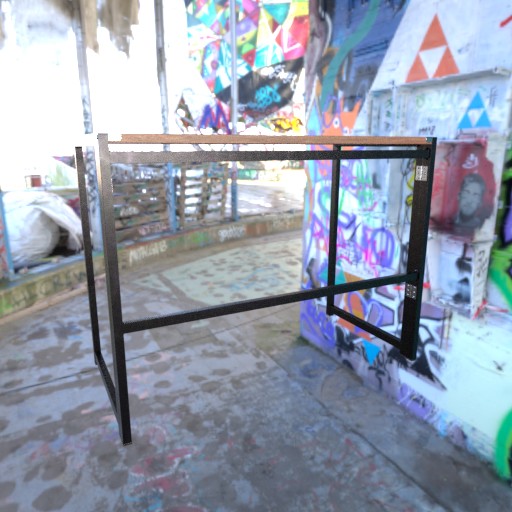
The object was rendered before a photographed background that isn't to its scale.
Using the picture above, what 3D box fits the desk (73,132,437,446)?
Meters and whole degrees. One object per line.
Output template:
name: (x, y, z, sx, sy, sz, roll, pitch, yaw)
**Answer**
desk: (0.000, 0.000, 1.468, 1.016, 0.762, 0.508, -7, 16, -26)
